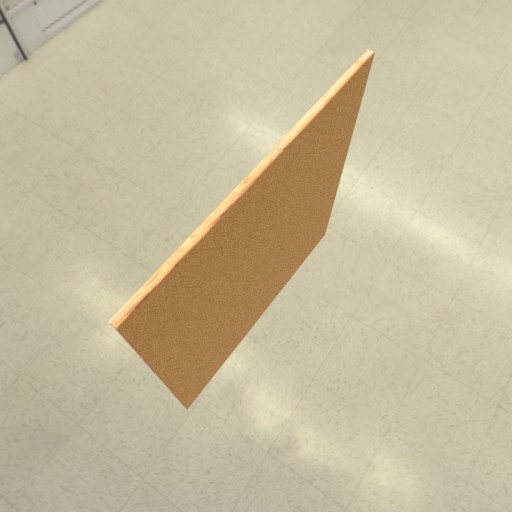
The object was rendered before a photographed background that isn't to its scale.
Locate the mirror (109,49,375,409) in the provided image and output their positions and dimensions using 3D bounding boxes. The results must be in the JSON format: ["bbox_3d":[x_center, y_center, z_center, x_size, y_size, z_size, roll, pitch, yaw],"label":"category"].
[{"bbox_3d":[0.000,0.000,1.207,0.061,0.804,0.804,34,67,16],"label":"mirror"}]
